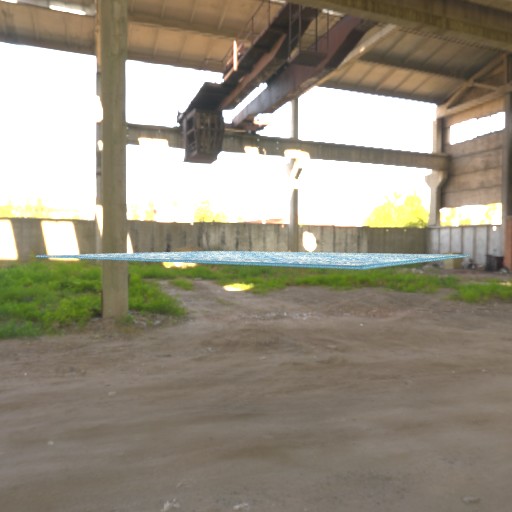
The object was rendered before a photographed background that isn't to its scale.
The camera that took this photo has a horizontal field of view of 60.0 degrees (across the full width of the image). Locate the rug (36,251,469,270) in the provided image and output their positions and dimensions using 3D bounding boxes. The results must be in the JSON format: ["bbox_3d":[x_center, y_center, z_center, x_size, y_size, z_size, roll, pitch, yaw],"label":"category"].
[{"bbox_3d":[0.000,0.000,3.864,2.964,0.018,2.350,1,2,36],"label":"rug"}]
